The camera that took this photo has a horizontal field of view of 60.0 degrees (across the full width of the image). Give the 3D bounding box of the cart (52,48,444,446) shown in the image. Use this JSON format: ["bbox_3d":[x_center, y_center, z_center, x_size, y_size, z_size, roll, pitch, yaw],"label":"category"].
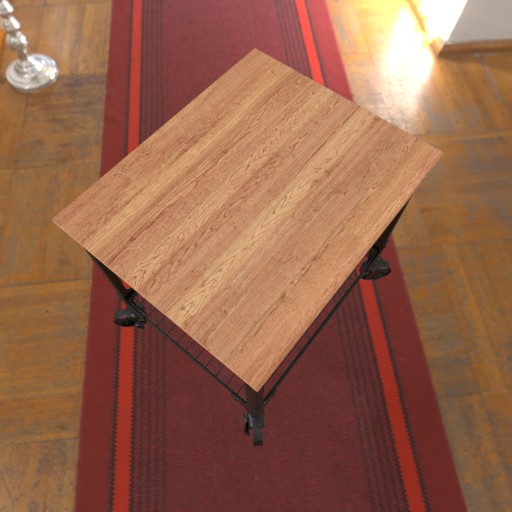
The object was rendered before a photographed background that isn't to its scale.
[{"bbox_3d":[0.000,0.000,1.111,0.558,0.603,0.666,36,69,16],"label":"cart"}]
